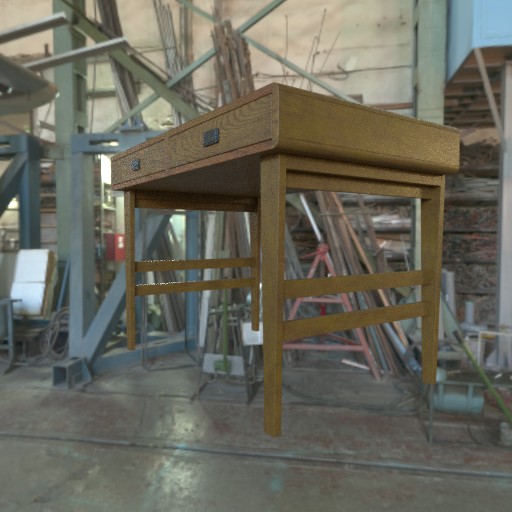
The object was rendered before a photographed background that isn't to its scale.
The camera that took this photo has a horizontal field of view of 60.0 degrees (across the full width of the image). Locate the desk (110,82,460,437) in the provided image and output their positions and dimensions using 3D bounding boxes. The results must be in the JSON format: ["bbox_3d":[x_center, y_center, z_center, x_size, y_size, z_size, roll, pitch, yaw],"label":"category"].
[{"bbox_3d":[0.000,0.000,1.516,0.660,0.754,1.066,-2,3,-35],"label":"desk"}]
